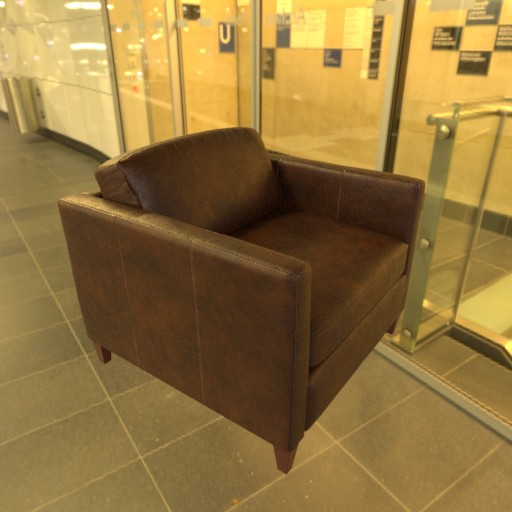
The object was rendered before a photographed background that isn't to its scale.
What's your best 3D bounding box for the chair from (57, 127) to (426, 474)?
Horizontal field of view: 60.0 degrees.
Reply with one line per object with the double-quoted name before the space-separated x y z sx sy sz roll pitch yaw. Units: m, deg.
"chair" 0.000 0.000 1.726 0.975 0.864 0.990 17 31 32
